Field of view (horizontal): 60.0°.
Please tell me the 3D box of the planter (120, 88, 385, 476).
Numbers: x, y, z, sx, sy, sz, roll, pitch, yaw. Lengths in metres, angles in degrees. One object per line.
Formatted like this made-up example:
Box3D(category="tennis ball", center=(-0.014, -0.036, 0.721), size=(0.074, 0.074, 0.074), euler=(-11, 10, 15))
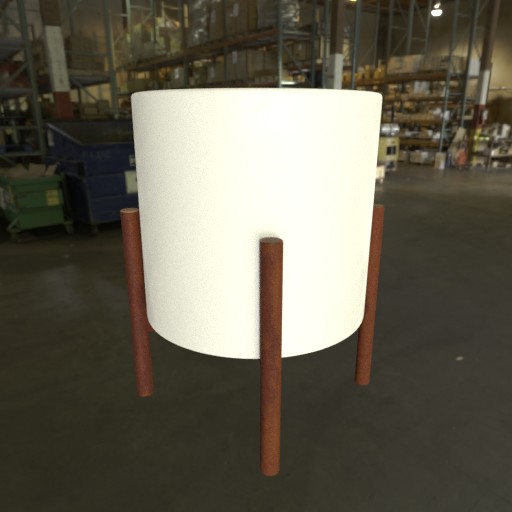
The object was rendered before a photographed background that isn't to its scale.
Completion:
Box3D(category="planter", center=(0.000, 0.000, 0.851), size=(0.420, 0.581, 0.421), euler=(16, 23, 41))
